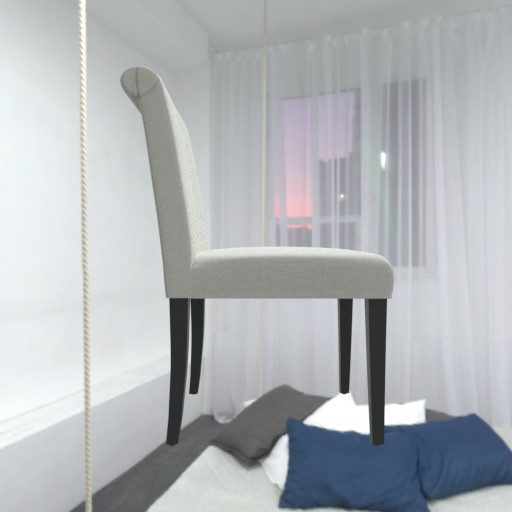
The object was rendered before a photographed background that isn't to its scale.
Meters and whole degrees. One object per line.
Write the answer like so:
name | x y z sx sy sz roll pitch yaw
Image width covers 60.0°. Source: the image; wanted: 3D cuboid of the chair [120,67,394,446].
chair | 0.000 0.000 1.353 0.708 0.976 0.452 0 0 0
